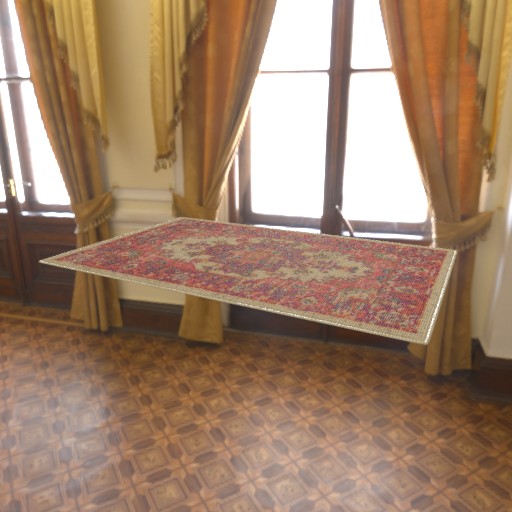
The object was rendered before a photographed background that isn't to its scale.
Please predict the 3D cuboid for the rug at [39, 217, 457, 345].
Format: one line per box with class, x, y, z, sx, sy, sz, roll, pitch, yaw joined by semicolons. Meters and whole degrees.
rug;0.000;0.000;1.084;0.868;0.004;0.556;9;19;26
